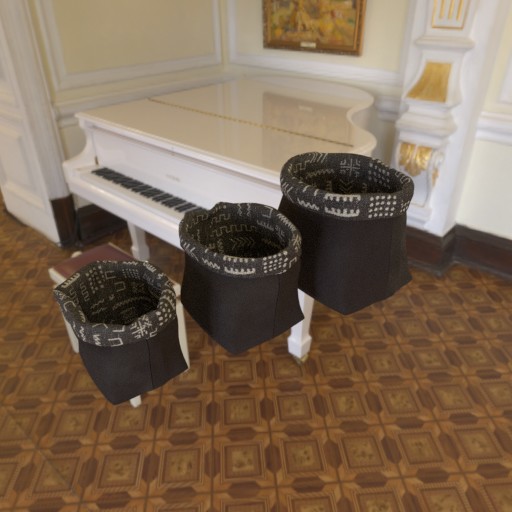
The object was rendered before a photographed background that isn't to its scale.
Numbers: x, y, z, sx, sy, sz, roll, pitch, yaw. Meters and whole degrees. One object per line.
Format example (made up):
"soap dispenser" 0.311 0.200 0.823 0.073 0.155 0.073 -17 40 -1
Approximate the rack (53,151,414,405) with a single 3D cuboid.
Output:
"rack" 0.000 0.000 1.092 0.905 0.323 0.379 -21 37 -30
